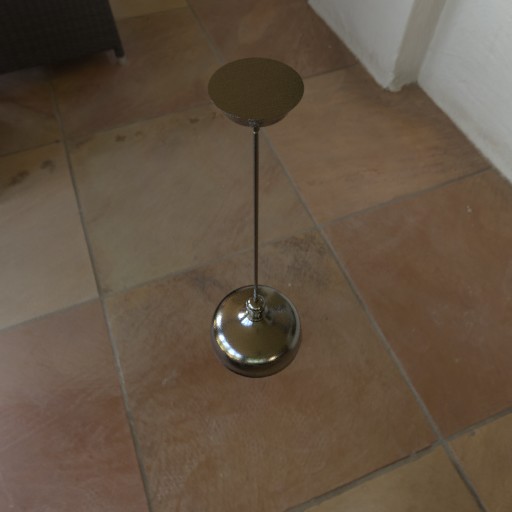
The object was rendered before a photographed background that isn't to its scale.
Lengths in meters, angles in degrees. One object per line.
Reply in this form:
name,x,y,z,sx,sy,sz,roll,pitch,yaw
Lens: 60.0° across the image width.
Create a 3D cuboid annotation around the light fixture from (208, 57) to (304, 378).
light fixture,0.000,0.000,1.049,0.299,0.935,0.299,-16,59,-10
